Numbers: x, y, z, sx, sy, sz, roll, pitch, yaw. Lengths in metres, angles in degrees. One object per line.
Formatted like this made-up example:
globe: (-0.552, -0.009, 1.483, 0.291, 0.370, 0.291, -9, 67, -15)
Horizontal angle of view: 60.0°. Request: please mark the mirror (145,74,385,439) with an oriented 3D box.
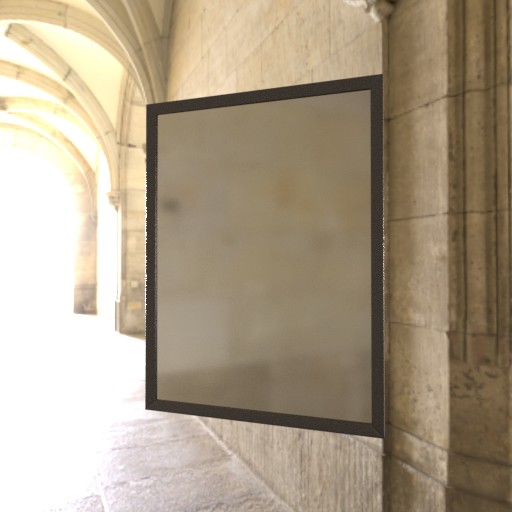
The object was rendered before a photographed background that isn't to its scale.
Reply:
mirror: (0.000, 0.000, 1.373, 0.762, 1.016, 0.040, 0, -1, 19)
